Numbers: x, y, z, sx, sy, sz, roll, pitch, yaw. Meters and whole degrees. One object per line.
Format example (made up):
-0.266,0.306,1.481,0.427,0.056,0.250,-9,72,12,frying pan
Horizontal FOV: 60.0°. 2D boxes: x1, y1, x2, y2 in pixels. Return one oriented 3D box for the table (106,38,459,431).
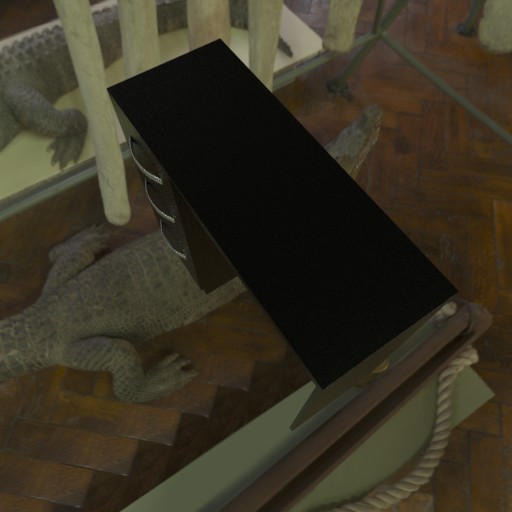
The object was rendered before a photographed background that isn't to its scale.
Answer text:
0.000,0.000,1.387,0.380,0.790,0.930,-31,67,-14,table
